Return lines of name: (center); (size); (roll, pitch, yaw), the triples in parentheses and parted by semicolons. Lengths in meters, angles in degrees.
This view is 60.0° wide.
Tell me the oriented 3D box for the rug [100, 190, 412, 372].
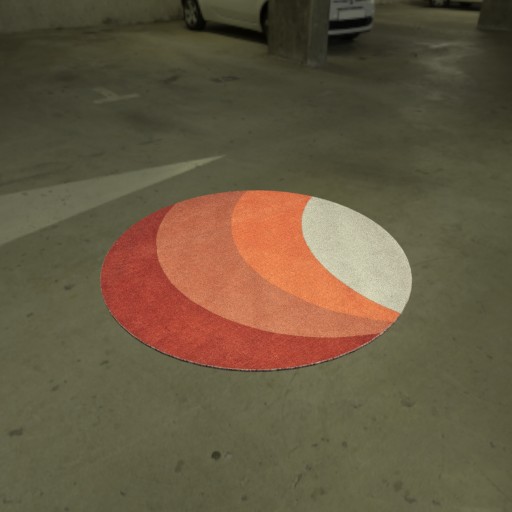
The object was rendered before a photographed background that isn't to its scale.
rug: (0.000, 0.000, 2.242); (1.514, 0.015, 1.514); (0, 34, 0)
